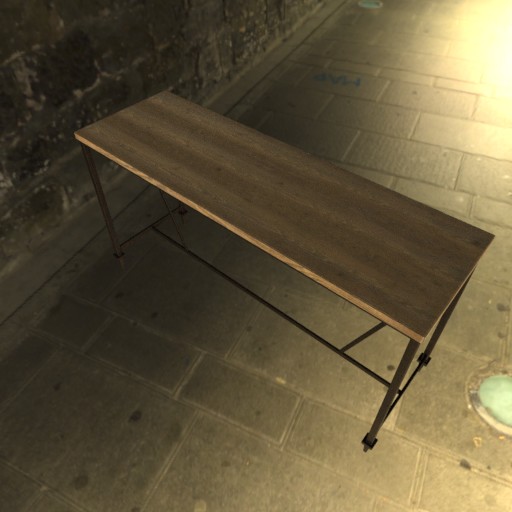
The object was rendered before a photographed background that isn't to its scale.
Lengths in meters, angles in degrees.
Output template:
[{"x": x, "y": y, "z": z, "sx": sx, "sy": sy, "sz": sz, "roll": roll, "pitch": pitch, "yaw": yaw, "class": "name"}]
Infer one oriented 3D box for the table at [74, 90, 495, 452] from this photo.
[{"x": 0.000, "y": 0.000, "z": 2.080, "sx": 1.700, "sy": 0.902, "sz": 0.551, "roll": 31, "pitch": 53, "yaw": 27, "class": "table"}]
